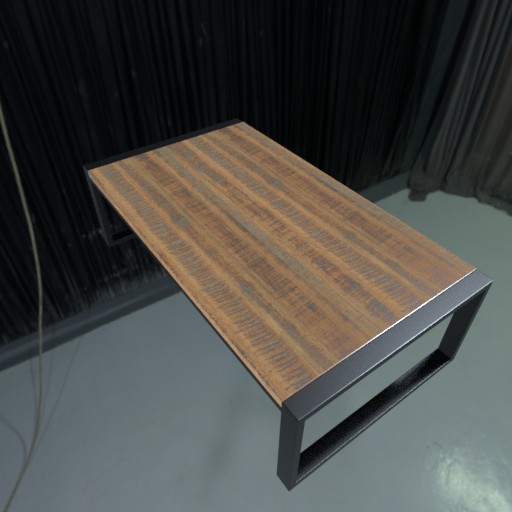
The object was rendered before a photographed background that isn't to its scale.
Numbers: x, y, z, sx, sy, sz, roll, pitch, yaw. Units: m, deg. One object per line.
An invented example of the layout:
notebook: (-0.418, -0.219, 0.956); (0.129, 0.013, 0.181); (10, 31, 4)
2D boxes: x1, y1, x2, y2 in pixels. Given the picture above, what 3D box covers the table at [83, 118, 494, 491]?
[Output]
table: (0.000, 0.000, 1.679); (0.750, 0.400, 1.350); (-26, 48, -26)
